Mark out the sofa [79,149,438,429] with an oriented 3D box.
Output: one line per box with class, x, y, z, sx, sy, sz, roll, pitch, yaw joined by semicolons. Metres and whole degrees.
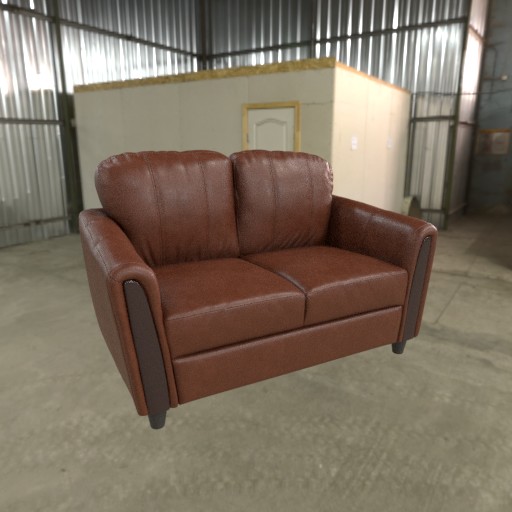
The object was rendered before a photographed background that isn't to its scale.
sofa;0.000;0.000;1.967;1.406;0.906;0.805;-8;17;-28
